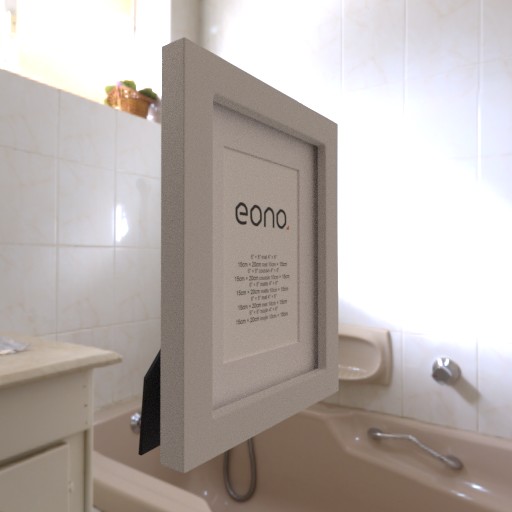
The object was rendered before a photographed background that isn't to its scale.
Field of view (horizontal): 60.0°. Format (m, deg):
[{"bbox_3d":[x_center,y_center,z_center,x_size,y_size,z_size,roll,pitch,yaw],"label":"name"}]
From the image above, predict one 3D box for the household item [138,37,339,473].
[{"bbox_3d":[0.000,0.000,0.347,0.045,0.250,0.200,-1,-1,36],"label":"household item"}]
